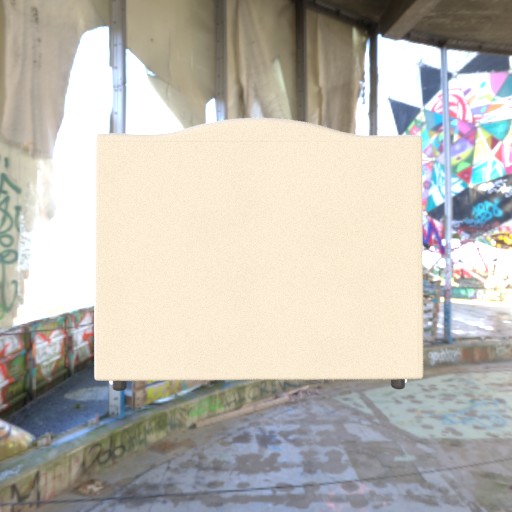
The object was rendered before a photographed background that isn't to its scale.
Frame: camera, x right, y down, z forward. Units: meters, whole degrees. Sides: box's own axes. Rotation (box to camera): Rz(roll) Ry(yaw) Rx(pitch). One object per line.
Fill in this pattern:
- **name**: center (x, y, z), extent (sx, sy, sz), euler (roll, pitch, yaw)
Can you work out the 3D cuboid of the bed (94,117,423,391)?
- **bed**: center (0.000, 0.000, 3.252), extent (1.678, 1.398, 2.052), euler (0, -1, -1)
